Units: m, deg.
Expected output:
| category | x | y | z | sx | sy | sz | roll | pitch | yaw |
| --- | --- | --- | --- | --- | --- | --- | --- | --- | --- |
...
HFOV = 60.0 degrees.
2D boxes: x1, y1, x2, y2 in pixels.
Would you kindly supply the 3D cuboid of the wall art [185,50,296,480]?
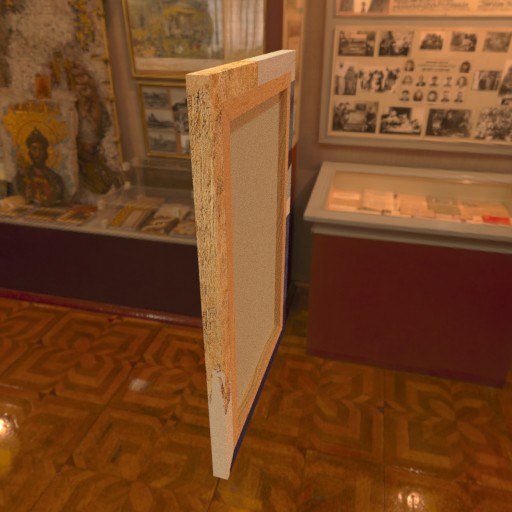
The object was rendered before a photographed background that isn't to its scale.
| category | x | y | z | sx | sy | sz | roll | pitch | yaw |
| --- | --- | --- | --- | --- | --- | --- | --- | --- | --- |
| wall art | 0.000 | 0.000 | 1.119 | 0.039 | 0.911 | 0.607 | 8 | 29 | 14 |
